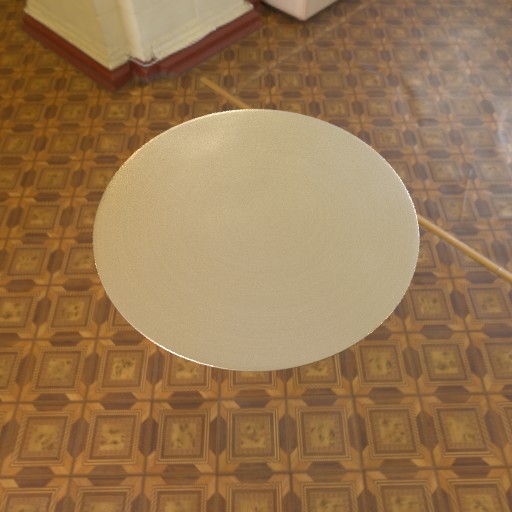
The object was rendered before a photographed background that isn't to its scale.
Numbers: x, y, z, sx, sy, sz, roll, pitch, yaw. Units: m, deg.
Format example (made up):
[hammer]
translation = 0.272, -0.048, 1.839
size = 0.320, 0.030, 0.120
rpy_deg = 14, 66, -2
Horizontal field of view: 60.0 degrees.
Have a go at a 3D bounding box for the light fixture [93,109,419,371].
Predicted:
[light fixture]
translation = 0.000, 0.000, 0.443
size = 0.280, 0.135, 0.280
rpy_deg = 0, 57, 0
